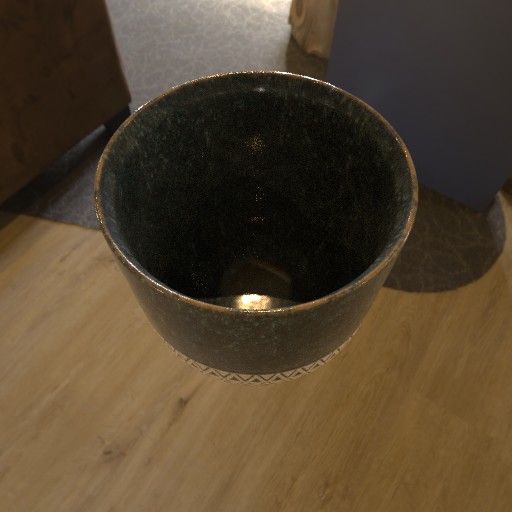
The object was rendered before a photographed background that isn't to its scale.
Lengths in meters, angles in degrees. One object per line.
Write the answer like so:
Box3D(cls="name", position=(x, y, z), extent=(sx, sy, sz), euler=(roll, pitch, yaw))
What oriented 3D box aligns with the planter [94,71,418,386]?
Box3D(cls="planter", position=(0.000, 0.000, 0.482), extent=(0.266, 0.270, 0.266), euler=(0, 58, 0))
